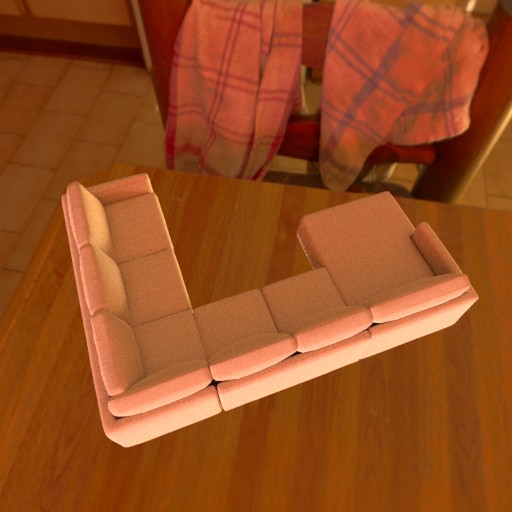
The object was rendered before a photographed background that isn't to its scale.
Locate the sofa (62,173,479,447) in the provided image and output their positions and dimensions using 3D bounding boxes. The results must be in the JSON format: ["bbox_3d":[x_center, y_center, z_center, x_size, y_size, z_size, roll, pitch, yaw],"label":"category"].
[{"bbox_3d":[0.000,0.000,4.568,3.460,0.961,2.594,-17,60,-10],"label":"sofa"}]
